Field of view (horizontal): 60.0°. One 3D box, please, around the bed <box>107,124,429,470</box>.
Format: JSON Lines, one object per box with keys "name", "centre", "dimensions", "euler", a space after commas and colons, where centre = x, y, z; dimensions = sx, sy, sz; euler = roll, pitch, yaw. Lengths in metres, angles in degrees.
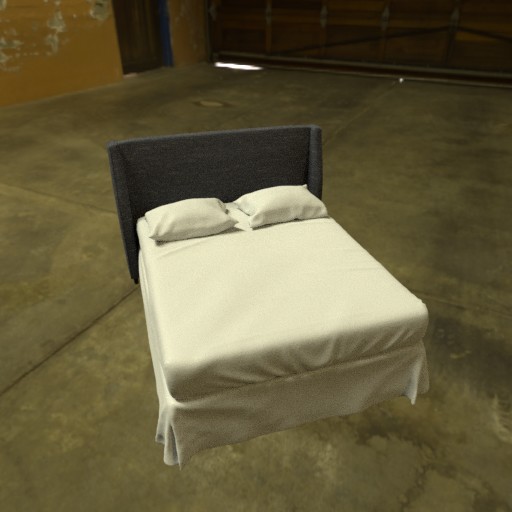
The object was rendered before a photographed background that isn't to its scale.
{"name": "bed", "centre": [0.000, 0.000, 3.348], "dimensions": [1.925, 1.332, 2.276], "euler": [-9, 32, -15]}
